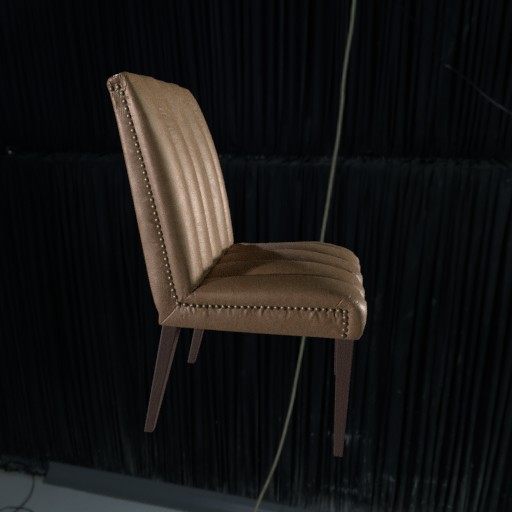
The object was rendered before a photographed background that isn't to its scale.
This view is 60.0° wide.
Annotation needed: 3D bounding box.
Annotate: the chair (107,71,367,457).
[{"bbox_3d":[0.000,0.000,1.358,0.647,1.016,0.511,3,16,9],"label":"chair"}]
